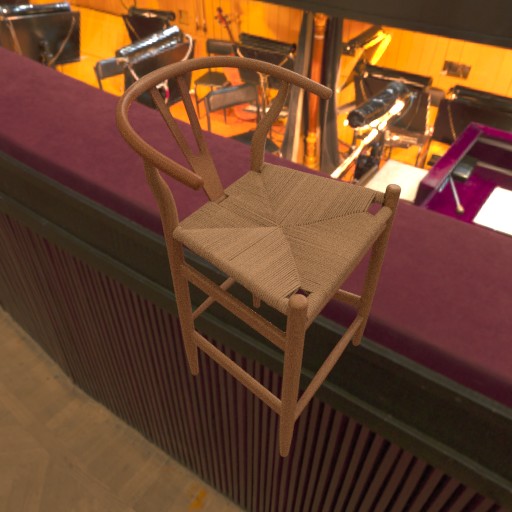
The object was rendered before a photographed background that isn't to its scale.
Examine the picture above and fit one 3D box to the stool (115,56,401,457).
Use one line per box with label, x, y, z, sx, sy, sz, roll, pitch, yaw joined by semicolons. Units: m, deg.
stool;0.000;0.000;1.249;0.575;0.923;0.536;25;48;25
